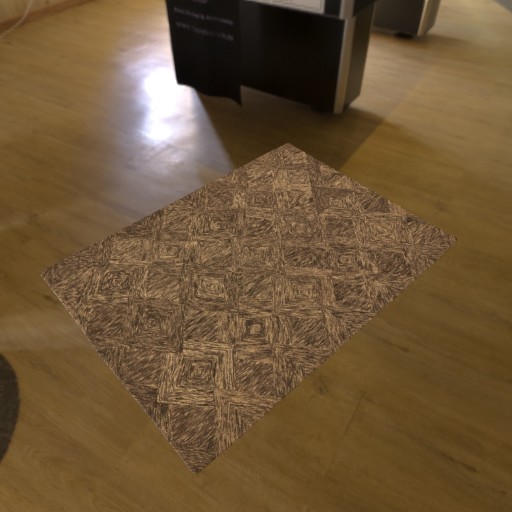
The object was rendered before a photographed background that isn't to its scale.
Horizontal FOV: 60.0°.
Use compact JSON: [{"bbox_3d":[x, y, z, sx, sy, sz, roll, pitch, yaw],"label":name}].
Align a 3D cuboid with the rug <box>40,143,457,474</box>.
[{"bbox_3d":[0.000,0.000,5.297,4.093,0.020,2.997,-33,55,-28],"label":"rug"}]
